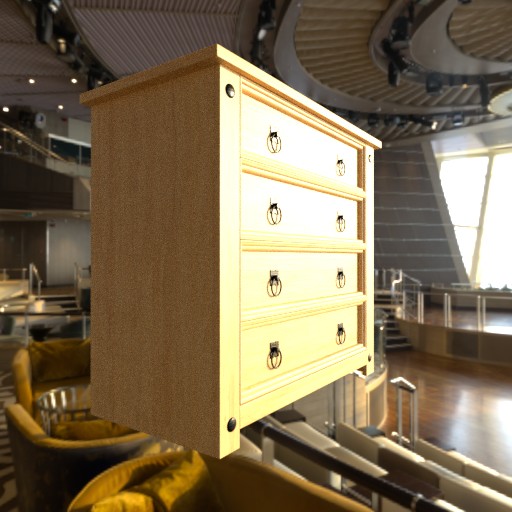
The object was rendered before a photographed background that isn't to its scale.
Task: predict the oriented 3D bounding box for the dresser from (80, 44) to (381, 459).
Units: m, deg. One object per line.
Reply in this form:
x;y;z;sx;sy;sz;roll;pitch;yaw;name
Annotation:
0.000;0.000;1.207;0.410;0.730;0.800;0;0;36;dresser
